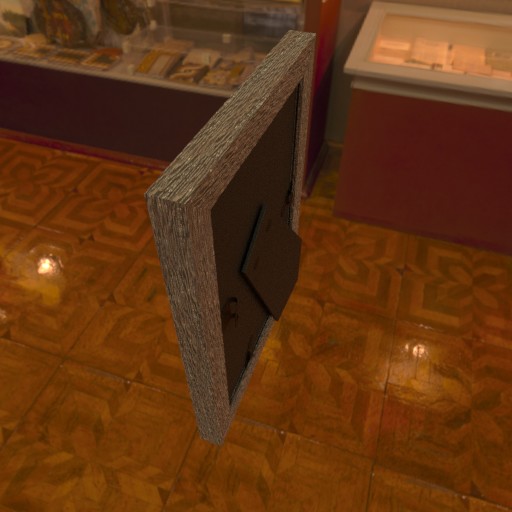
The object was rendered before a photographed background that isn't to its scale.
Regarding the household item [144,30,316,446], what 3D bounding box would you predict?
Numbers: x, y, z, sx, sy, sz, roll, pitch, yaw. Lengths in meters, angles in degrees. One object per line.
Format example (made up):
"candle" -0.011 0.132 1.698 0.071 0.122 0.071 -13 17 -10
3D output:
"household item" 0.000 0.000 0.275 0.020 0.210 0.160 15 48 14
